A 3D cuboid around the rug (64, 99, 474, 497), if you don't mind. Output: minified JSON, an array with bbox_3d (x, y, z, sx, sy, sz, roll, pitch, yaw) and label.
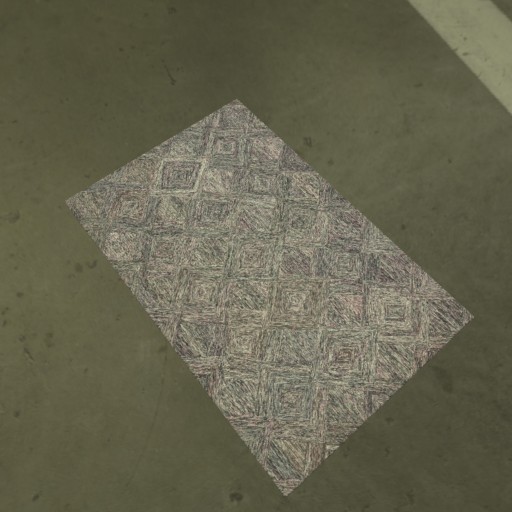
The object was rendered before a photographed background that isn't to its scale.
[{"bbox_3d":[0.000,0.000,2.843,1.501,0.017,2.298,-36,69,-16],"label":"rug"}]
